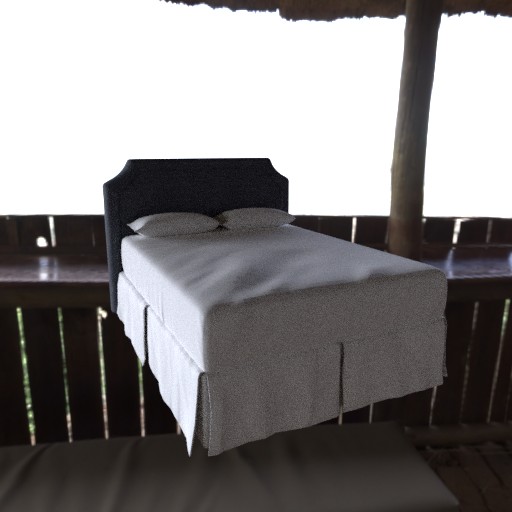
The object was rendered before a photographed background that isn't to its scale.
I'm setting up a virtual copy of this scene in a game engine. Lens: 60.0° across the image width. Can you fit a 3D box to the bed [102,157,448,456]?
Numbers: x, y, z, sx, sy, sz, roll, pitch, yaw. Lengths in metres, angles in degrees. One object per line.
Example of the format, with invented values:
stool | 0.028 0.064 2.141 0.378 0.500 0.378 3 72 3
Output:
bed | 0.000 0.000 3.071 1.693 1.290 2.116 -7 15 -26
